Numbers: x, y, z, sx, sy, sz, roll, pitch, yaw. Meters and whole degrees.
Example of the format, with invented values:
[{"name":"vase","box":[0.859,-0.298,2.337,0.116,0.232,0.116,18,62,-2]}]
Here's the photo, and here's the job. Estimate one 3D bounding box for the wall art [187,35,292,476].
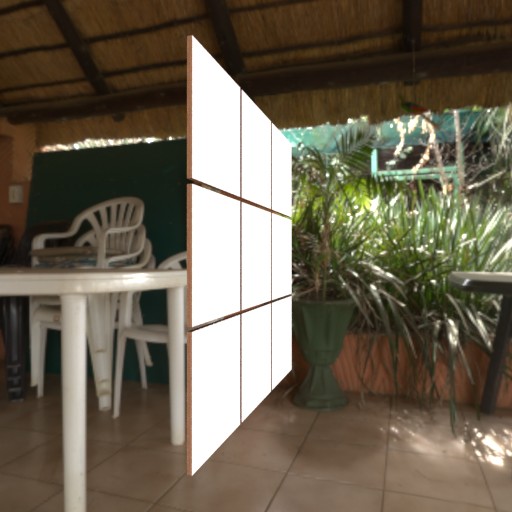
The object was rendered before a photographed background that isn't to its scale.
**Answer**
[{"name":"wall art","box":[0.000,0.000,1.854,0.017,1.246,1.256,0,0,17]}]
